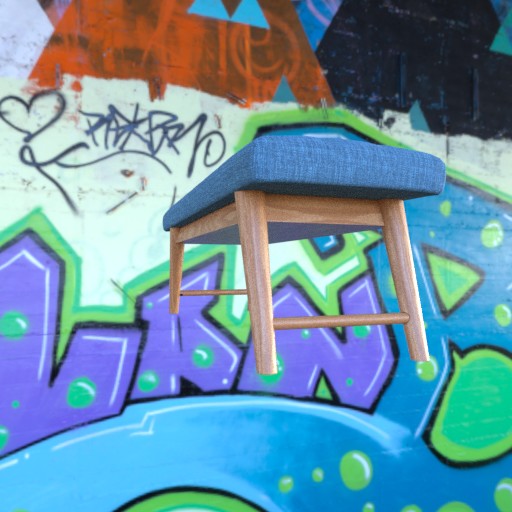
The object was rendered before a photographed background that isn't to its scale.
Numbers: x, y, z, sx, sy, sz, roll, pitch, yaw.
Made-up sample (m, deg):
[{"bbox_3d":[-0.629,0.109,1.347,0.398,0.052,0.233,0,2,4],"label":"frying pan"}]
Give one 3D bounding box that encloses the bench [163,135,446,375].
[{"bbox_3d":[0.000,0.000,1.318,0.406,0.432,1.118,0,-1,-19],"label":"bench"}]
